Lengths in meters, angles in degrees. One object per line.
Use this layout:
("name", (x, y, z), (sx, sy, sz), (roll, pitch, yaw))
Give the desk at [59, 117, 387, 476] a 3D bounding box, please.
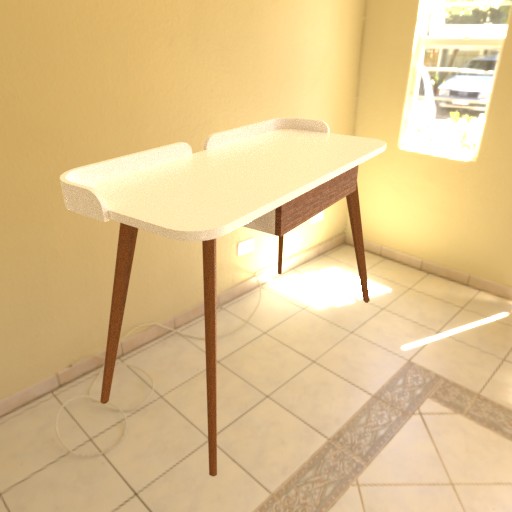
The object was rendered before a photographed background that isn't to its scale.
("desk", (0.000, 0.000, 1.652), (0.534, 0.807, 1.206), (17, 31, 31))
